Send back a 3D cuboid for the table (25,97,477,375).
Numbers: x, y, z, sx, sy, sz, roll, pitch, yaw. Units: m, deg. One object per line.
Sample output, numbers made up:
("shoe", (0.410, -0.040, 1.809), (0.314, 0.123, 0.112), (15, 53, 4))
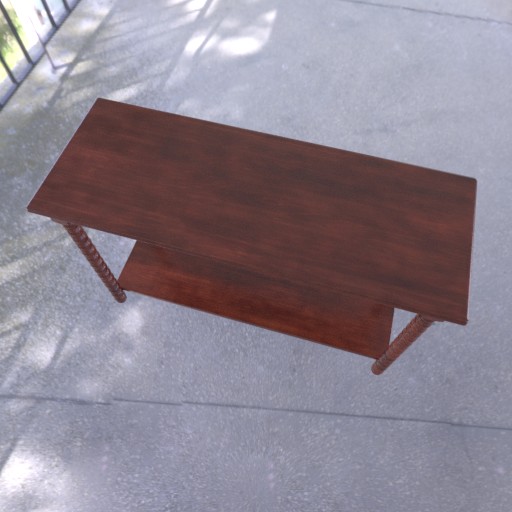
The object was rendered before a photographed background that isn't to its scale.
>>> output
("table", (0.000, 0.000, 1.554), (1.184, 0.740, 0.459), (14, 62, 8))
